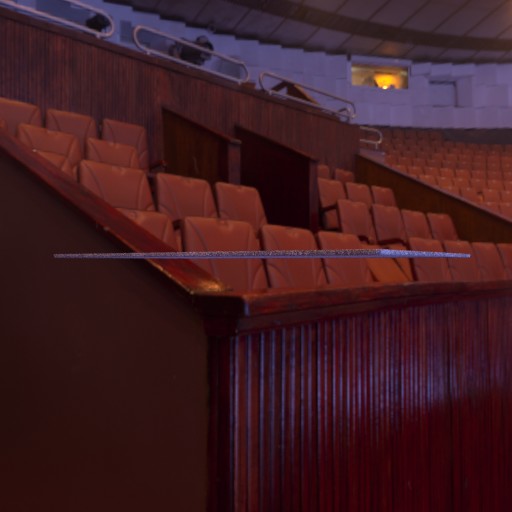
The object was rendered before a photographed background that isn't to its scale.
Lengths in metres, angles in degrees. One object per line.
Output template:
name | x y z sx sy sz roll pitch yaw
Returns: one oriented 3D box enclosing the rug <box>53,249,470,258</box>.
rug | 0.000 0.000 3.436 2.699 0.026 1.802 0 -1 37
